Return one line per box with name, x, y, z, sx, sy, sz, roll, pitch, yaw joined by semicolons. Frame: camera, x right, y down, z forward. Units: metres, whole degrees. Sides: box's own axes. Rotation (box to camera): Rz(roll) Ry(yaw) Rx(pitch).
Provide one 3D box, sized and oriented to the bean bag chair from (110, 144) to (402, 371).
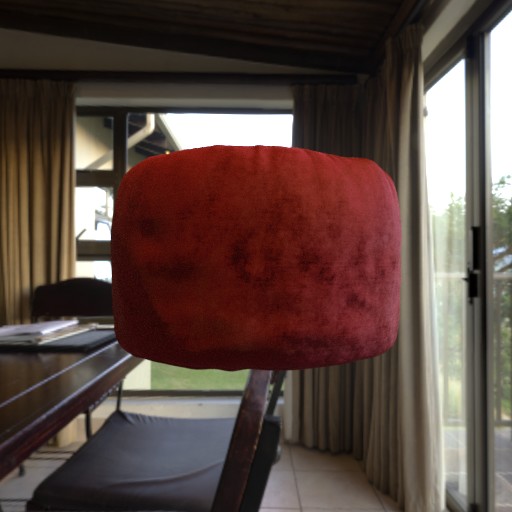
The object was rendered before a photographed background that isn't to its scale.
bean bag chair;0.000;0.000;1.942;1.219;0.762;1.219;0;-1;0
